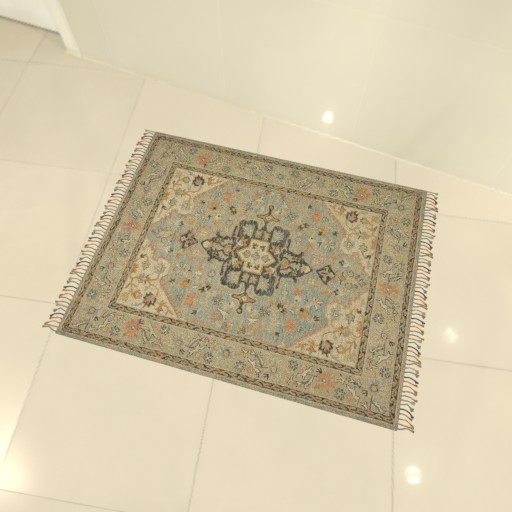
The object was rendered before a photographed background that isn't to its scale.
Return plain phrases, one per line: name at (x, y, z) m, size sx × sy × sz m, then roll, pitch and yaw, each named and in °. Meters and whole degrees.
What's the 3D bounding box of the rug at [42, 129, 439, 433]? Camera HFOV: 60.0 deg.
rug at (0.000, 0.000, 2.243) m, size 1.730 × 0.009 × 1.278 m, roll 14°, pitch 64°, yaw 7°
